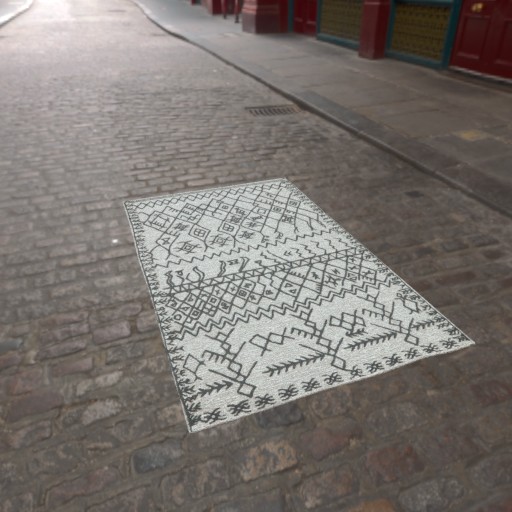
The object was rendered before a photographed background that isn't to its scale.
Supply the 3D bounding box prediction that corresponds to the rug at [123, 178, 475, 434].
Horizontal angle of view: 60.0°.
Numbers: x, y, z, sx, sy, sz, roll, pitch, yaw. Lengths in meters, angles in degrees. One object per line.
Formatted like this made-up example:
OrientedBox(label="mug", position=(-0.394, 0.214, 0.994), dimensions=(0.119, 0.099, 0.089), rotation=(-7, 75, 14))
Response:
OrientedBox(label="rug", position=(0.000, 0.000, 4.781), dimensions=(2.393, 0.019, 3.824), rotation=(-11, 34, -17))
